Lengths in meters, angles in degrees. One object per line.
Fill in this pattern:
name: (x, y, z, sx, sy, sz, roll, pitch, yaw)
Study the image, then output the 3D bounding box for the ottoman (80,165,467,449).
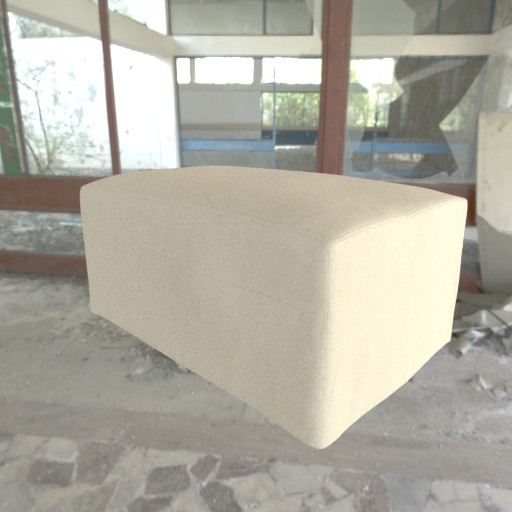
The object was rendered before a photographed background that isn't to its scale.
ottoman: (0.000, 0.000, 1.179, 0.872, 0.444, 0.590, 16, 24, 41)
